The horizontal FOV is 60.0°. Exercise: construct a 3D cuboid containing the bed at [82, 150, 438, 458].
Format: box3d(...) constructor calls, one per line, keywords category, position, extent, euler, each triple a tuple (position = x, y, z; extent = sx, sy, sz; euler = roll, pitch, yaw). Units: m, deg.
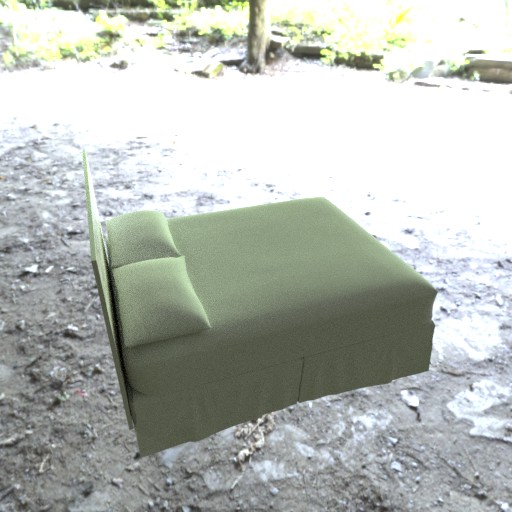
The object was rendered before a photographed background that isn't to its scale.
box3d(category="bed", position=(0.000, 0.000, 3.208), extent=(2.094, 1.335, 1.745), euler=(-11, 33, -17))
